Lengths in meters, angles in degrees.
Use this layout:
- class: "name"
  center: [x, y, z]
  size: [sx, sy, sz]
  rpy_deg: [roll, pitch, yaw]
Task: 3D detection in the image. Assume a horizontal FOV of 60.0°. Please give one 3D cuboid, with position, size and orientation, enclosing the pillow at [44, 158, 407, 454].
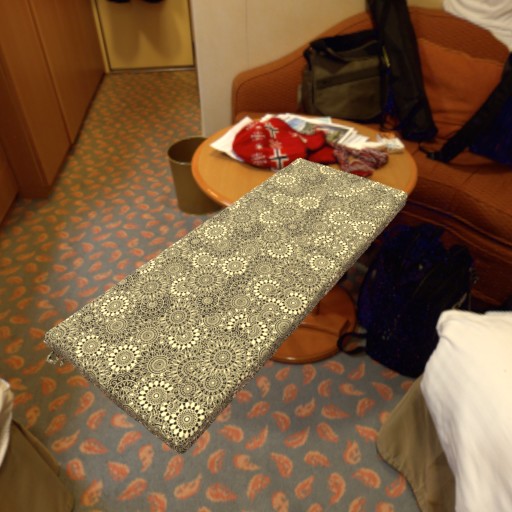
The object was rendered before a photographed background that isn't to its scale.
- class: "pillow"
  center: [0.000, 0.000, 1.326]
  size: [0.492, 0.081, 1.187]
  rpy_deg: [25, 46, 27]
